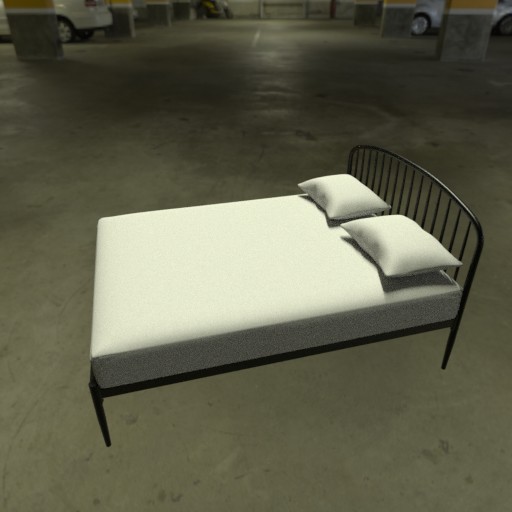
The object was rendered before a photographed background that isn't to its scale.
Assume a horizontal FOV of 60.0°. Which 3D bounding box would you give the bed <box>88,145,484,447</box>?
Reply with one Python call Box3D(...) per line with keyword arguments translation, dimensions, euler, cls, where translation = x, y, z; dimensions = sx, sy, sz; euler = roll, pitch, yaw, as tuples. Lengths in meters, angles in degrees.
Box3D(translation=(0.000, 0.000, 3.025), dimensions=(2.159, 1.166, 1.618), euler=(-8, 31, -14), cls="bed")
